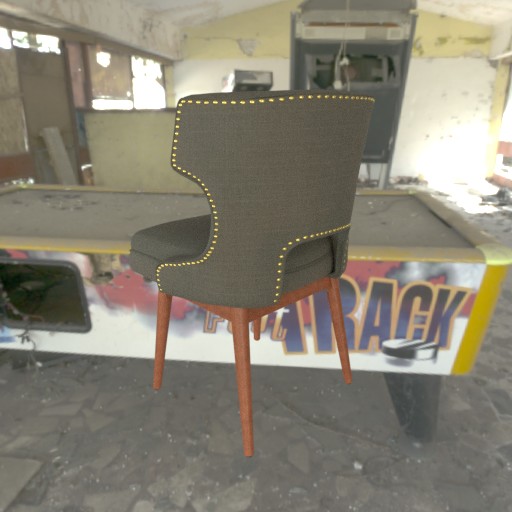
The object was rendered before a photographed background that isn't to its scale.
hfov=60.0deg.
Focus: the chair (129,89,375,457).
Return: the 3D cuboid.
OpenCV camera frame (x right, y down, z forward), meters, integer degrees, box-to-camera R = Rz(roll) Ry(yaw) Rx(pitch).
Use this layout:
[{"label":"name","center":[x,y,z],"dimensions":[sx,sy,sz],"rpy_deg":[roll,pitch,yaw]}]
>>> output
[{"label":"chair","center":[0.000,0.000,1.259],"dimensions":[0.581,0.863,0.595],"rpy_deg":[16,24,42]}]
